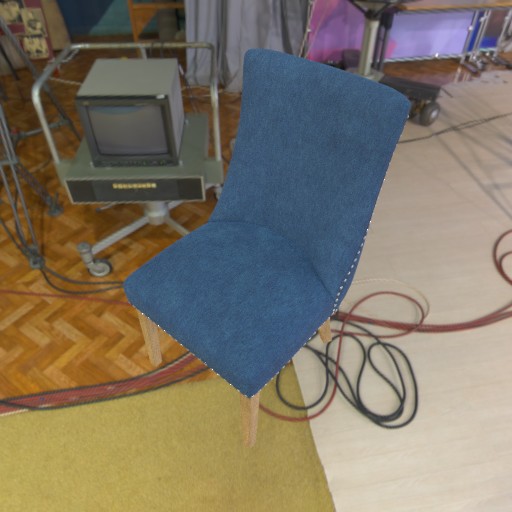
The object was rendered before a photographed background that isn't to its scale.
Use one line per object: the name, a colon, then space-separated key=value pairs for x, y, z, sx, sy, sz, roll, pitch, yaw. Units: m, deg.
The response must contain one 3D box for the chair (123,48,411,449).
chair: x=0.000 y=0.000 z=1.256 sx=0.495 sy=0.902 sz=0.610 roll=31 pitch=53 yaw=27
